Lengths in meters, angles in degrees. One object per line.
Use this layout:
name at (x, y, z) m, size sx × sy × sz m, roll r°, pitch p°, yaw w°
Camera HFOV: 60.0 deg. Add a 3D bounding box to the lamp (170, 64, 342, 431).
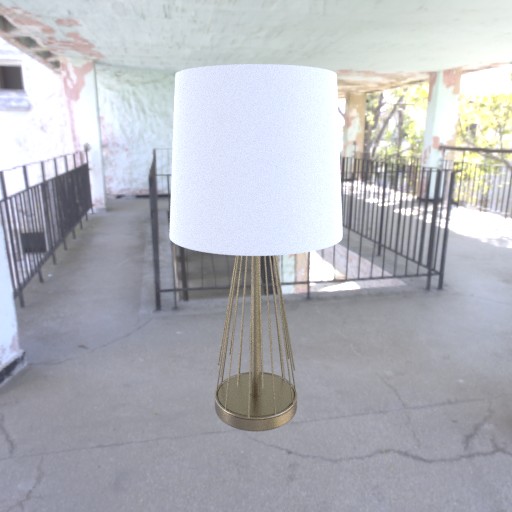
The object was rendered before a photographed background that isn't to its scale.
lamp at (0.000, 0.000, 0.801) m, size 0.303 × 0.618 × 0.303 m, roll 0°, pitch 15°, yaw 0°
